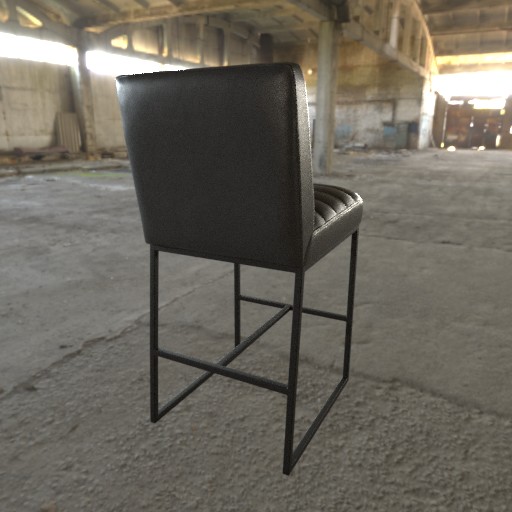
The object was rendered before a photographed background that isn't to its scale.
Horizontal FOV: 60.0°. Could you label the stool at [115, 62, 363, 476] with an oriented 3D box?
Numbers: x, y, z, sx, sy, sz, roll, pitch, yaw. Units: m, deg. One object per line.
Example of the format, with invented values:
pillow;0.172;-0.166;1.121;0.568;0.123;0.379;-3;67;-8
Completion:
stool;0.000;0.000;1.250;0.457;0.938;0.552;8;18;27
